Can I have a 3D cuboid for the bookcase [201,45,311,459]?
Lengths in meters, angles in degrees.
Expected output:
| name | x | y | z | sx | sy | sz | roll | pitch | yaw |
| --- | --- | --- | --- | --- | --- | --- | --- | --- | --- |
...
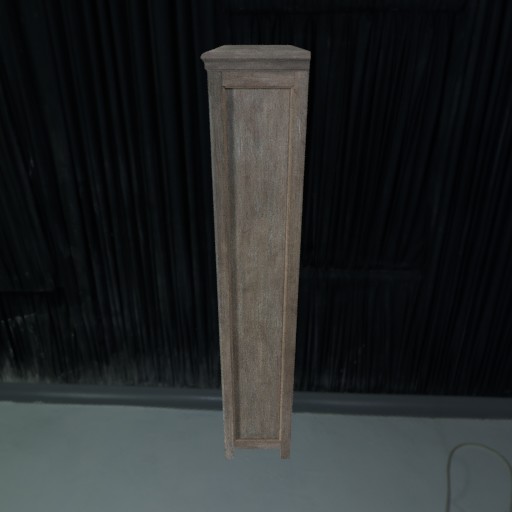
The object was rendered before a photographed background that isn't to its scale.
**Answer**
| name | x | y | z | sx | sy | sz | roll | pitch | yaw |
| --- | --- | --- | --- | --- | --- | --- | --- | --- | --- |
| bookcase | 0.000 | 0.000 | 2.210 | 0.348 | 1.880 | 0.906 | 0 | 27 | 0 |
